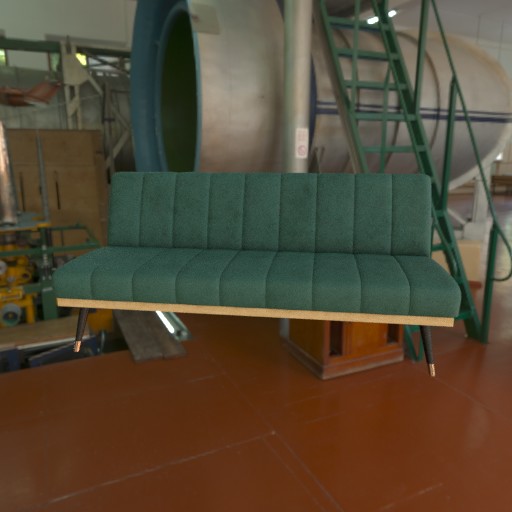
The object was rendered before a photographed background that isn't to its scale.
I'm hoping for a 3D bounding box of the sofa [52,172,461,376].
[{"bbox_3d":[0.000,0.000,2.289,1.810,0.820,0.830,2,13,8],"label":"sofa"}]
